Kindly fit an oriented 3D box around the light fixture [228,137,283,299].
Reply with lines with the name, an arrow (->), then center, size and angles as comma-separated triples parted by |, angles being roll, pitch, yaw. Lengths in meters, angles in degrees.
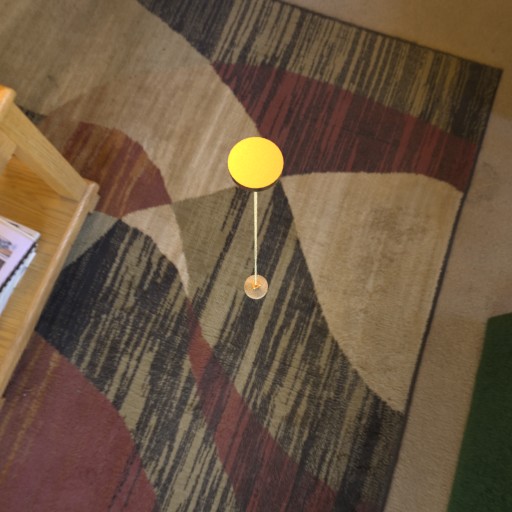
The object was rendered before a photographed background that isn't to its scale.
light fixture -> 0.000, 0.000, 1.771 | 0.129, 1.669, 0.129 | 2, 76, 0
